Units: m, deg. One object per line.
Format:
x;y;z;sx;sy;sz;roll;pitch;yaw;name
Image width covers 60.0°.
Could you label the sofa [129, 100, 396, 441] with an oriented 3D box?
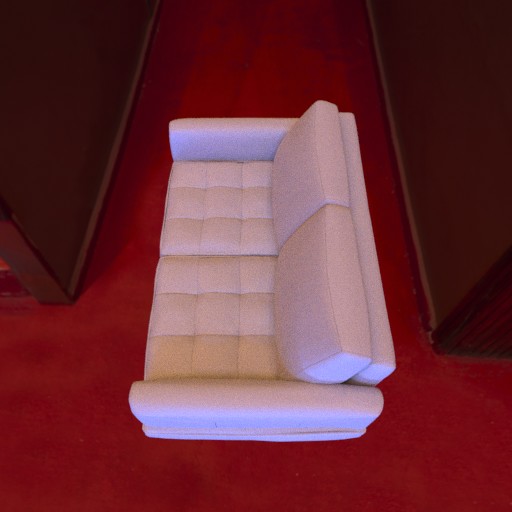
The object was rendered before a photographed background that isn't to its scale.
0.000;0.000;2.417;1.121;0.930;1.819;0;58;0;sofa
